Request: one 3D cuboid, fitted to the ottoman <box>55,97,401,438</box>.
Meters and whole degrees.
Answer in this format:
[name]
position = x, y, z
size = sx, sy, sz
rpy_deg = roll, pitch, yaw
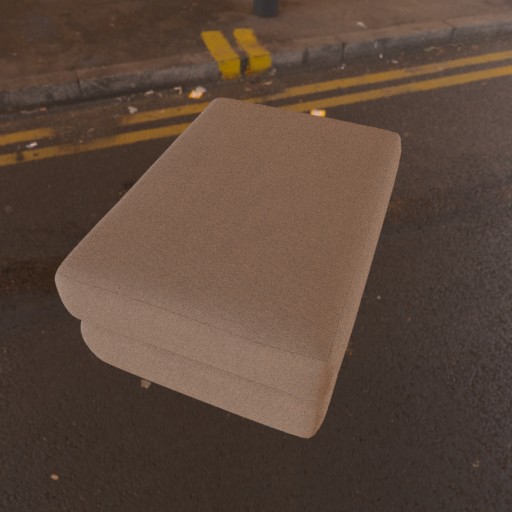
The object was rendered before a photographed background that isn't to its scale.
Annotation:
[ottoman]
position = 0.000, 0.000, 1.150
size = 0.569, 0.504, 0.773
rpy_deg = 16, 49, 14
